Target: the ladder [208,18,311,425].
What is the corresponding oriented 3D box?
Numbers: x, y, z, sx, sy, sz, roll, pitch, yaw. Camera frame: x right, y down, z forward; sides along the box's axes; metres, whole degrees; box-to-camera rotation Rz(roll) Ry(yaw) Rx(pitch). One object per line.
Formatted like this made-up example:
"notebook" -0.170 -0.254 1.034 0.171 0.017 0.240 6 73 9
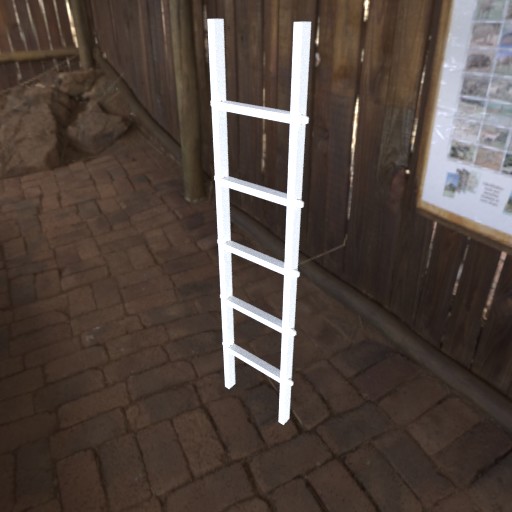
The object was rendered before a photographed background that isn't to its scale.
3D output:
"ladder" 0.000 0.000 1.913 0.452 1.797 0.051 23 37 34
